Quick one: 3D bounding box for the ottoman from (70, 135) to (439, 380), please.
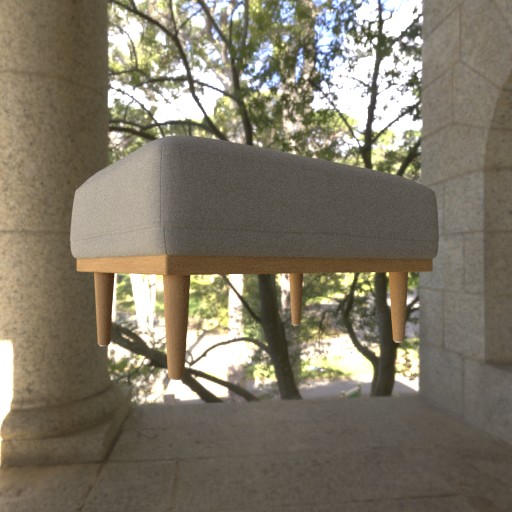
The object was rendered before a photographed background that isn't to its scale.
[{"bbox_3d":[0.000,0.000,1.080,0.749,0.428,0.549,1,-1,-36],"label":"ottoman"}]
